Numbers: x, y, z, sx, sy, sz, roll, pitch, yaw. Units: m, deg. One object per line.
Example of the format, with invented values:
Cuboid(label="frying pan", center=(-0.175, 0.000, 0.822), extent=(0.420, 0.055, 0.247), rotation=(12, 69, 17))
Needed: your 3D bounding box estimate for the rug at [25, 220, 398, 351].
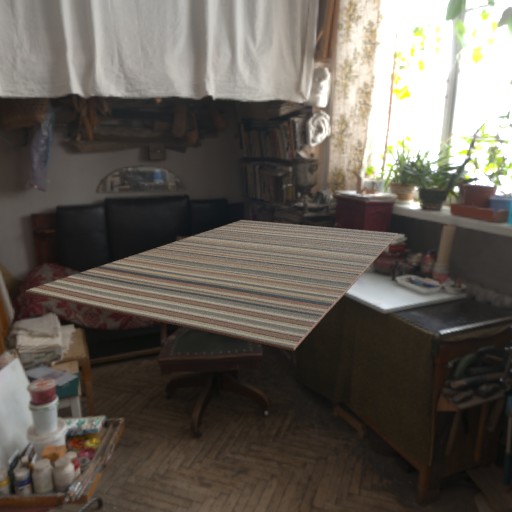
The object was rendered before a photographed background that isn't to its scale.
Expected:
Cuboid(label="rug", center=(0.000, 0.000, 3.070), extent=(1.523, 0.014, 2.438), rotation=(7, 16, 25))
